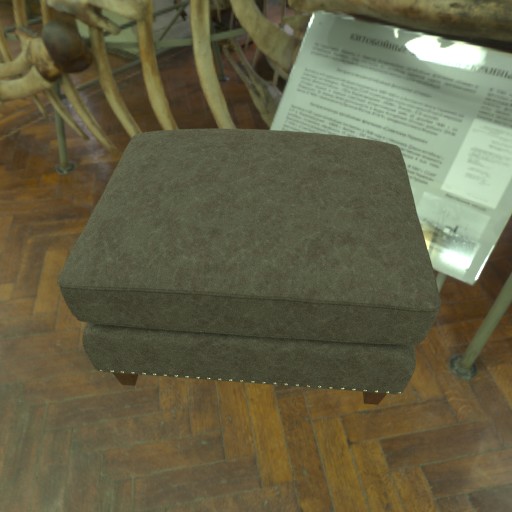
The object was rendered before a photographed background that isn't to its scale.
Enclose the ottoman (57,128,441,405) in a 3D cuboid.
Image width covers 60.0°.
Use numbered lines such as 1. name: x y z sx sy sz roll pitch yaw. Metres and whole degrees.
1. ottoman: 0.000 0.000 1.150 0.741 0.513 0.584 3 46 3
